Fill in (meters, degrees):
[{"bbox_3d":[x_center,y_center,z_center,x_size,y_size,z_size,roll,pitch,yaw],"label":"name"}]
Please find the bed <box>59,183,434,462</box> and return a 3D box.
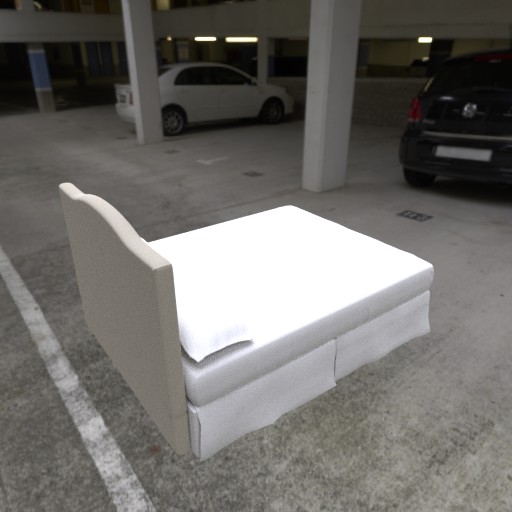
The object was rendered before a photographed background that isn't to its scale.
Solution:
[{"bbox_3d":[0.000,0.000,3.680,2.477,1.437,1.977,-18,32,-32],"label":"bed"}]
